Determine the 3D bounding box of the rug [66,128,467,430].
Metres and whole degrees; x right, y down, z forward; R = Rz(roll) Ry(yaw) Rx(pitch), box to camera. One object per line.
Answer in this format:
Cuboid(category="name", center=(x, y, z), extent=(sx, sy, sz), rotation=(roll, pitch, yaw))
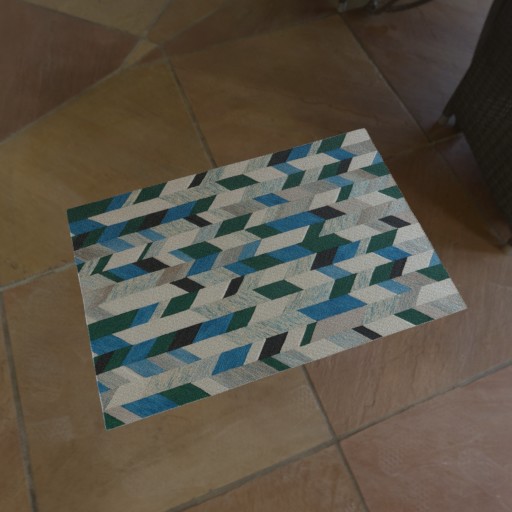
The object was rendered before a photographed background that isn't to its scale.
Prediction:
Cuboid(category="rug", center=(0.000, 0.000, 2.346), extent=(1.827, 0.005, 1.229), rotation=(-17, 66, -8))
